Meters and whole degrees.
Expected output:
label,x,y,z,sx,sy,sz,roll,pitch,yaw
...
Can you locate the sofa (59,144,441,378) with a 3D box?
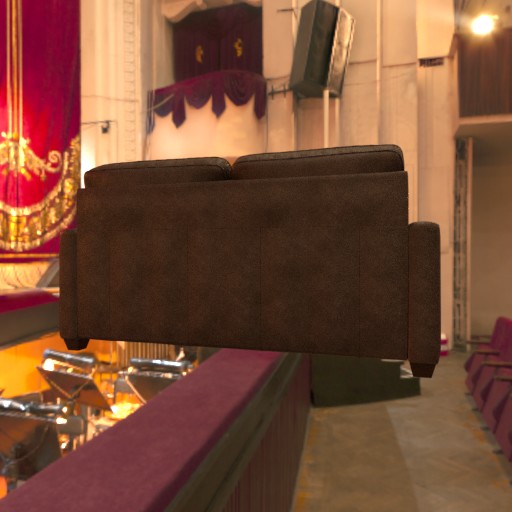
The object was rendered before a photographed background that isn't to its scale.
label,x,y,z,sx,sy,sz,roll,pitch,yaw
sofa,0.000,0.000,2.321,1.732,0.916,0.939,0,0,17
